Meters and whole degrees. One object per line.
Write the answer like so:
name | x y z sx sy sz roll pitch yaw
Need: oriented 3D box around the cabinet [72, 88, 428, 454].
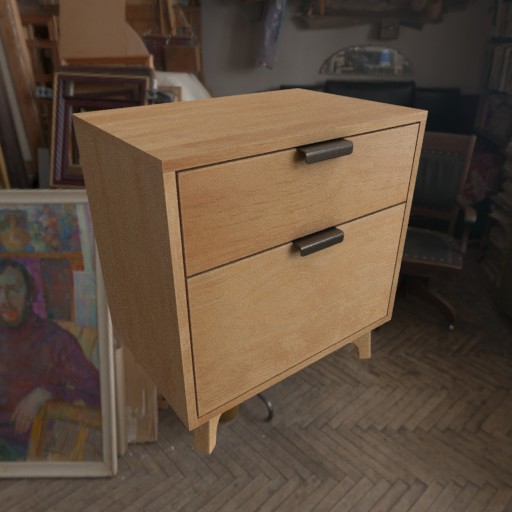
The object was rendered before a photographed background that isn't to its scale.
cabinet | 0.000 0.000 0.961 0.551 0.599 0.394 -19 34 -32
